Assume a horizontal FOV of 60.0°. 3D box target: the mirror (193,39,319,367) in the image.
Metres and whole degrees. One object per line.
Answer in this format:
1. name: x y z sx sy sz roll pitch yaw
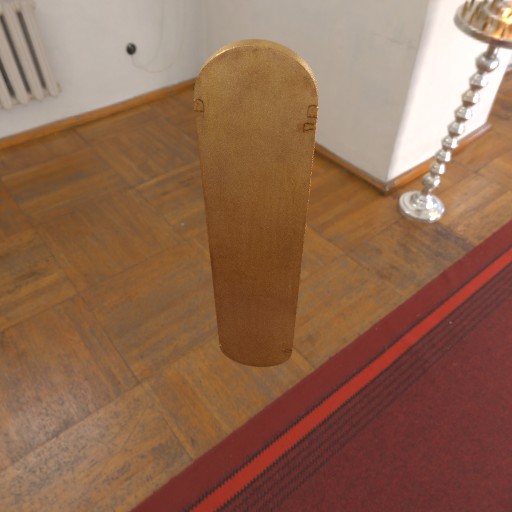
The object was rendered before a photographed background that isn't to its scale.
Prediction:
1. mirror: 0.000 0.000 1.073 0.222 0.991 0.032 4 46 4
